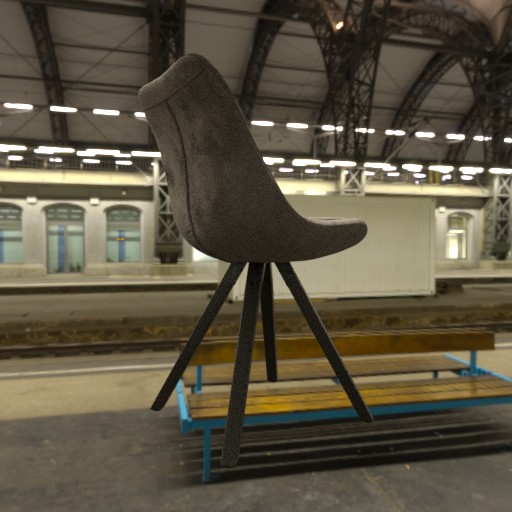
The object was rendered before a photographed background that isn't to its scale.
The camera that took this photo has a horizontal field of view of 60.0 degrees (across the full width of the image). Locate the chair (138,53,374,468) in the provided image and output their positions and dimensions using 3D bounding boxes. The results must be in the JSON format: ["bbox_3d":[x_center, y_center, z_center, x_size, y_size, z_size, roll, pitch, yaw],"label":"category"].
[{"bbox_3d":[0.000,0.000,1.173,0.550,0.850,0.485,-1,2,-35],"label":"chair"}]
